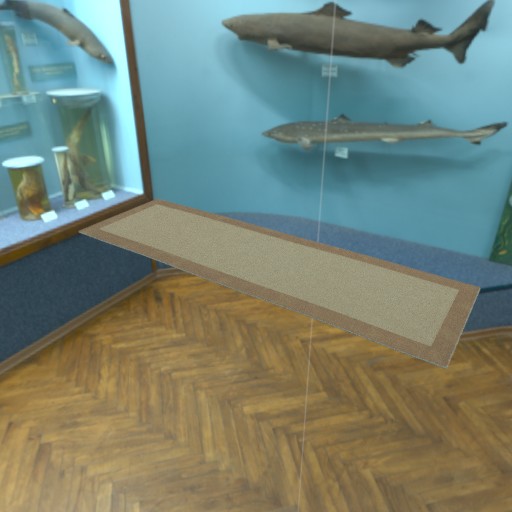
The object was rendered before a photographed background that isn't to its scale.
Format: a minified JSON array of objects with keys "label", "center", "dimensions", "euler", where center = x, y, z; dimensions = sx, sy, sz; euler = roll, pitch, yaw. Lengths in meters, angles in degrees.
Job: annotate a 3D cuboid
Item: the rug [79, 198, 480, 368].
[{"label":"rug","center":[0.000,0.000,2.725],"dimensions":[2.430,0.012,0.767],"euler":[18,33,29]}]
